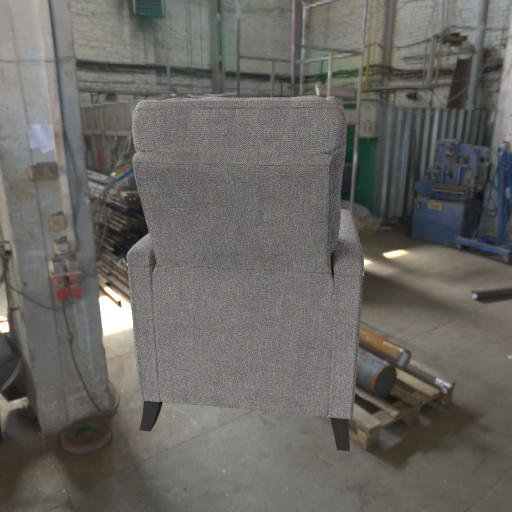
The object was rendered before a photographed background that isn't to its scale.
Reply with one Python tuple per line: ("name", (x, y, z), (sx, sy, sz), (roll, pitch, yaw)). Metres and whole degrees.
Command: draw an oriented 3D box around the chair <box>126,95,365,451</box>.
("chair", (0.000, 0.000, 1.595), (0.710, 1.049, 0.922), (2, 17, 8))
